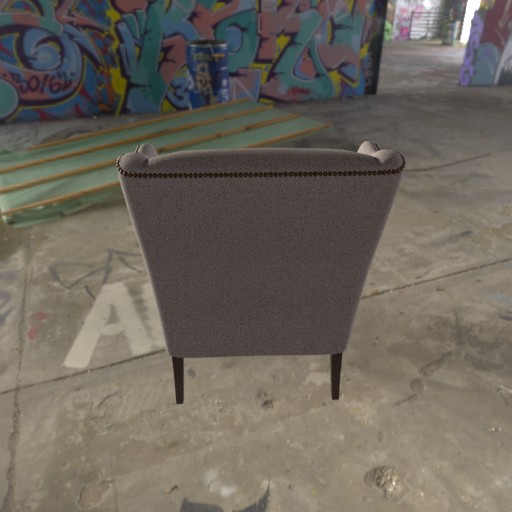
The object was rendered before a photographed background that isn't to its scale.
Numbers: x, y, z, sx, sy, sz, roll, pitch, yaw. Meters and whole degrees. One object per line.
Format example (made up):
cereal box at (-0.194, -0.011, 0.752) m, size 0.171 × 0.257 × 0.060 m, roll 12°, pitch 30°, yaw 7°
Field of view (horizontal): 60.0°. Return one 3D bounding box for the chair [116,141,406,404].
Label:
chair at (0.000, 0.000, 1.643) m, size 0.737 × 1.029 × 0.940 m, roll -1°, pitch 30°, yaw -2°
